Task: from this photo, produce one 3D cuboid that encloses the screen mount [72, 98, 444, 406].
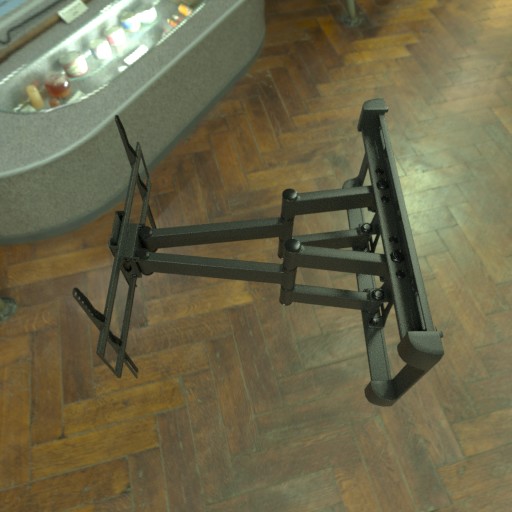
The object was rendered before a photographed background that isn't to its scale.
[{"bbox_3d":[0.000,0.000,0.946,0.556,0.424,0.571,0,58,0],"label":"screen mount"}]
